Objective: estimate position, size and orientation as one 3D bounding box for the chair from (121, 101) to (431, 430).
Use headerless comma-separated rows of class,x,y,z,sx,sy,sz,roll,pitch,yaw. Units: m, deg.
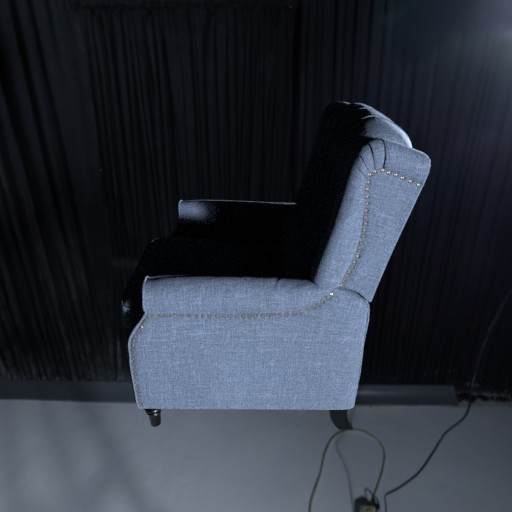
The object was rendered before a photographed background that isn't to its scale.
chair,0.000,0.000,1.604,0.898,1.035,0.742,0,28,0
